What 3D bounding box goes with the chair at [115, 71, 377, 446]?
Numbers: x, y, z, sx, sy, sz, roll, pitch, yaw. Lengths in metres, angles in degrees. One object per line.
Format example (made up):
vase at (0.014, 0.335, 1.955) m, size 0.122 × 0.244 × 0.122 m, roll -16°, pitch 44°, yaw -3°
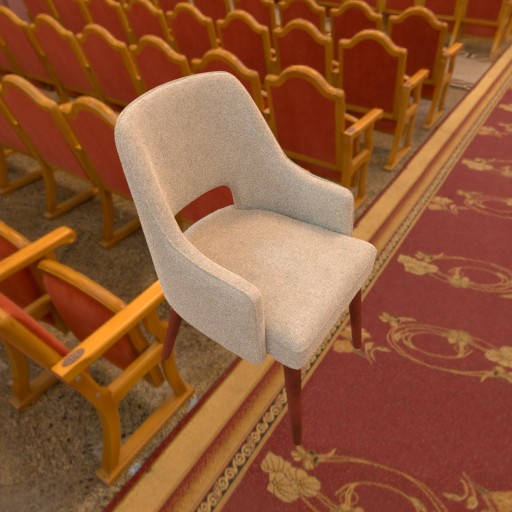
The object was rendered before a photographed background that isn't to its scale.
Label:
chair at (0.000, 0.000, 1.267) m, size 0.605 × 0.849 × 0.548 m, roll 24°, pitch 46°, yaw 25°
